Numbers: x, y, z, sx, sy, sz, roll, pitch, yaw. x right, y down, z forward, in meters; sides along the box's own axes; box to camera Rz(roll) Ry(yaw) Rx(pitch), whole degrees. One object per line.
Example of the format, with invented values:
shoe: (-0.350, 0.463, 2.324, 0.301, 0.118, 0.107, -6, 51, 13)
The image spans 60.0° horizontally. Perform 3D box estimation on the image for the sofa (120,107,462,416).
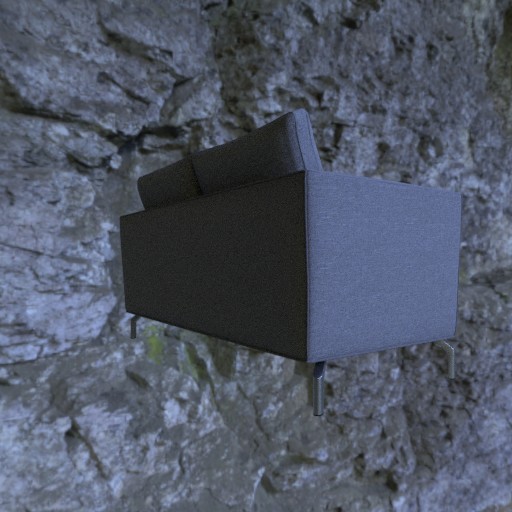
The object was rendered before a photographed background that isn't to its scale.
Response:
sofa: (0.000, 0.000, 2.075, 0.803, 0.924, 1.594, 0, -1, -35)
